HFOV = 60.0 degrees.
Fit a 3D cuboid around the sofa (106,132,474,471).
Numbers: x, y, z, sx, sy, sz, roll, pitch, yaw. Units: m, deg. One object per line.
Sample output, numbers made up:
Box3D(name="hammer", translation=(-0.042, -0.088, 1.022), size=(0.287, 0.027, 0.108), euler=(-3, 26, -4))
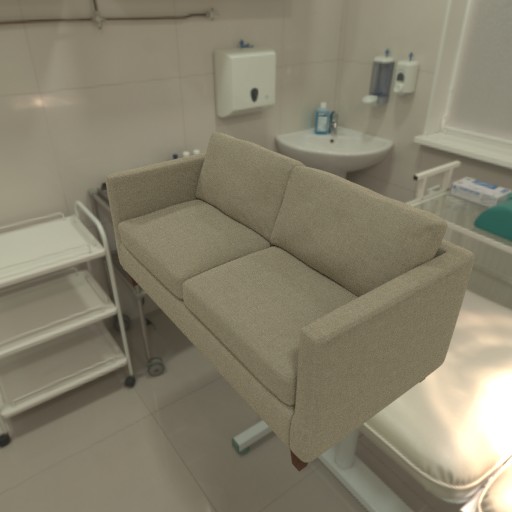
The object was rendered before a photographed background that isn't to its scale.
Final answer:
Box3D(name="sofa", translation=(0.000, 0.000, 2.403), size=(0.951, 0.947, 1.884), euler=(-21, 37, -31))
